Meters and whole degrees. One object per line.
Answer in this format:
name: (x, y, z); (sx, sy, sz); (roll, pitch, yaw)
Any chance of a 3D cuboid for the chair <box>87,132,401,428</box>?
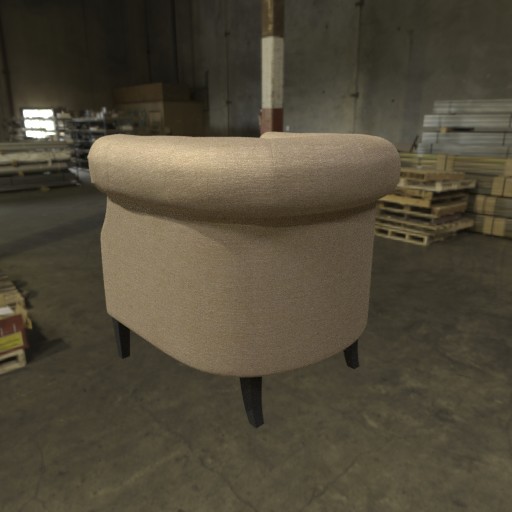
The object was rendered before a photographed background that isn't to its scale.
chair: (0.000, 0.000, 1.544); (0.905, 0.827, 0.852); (-15, 22, -40)
